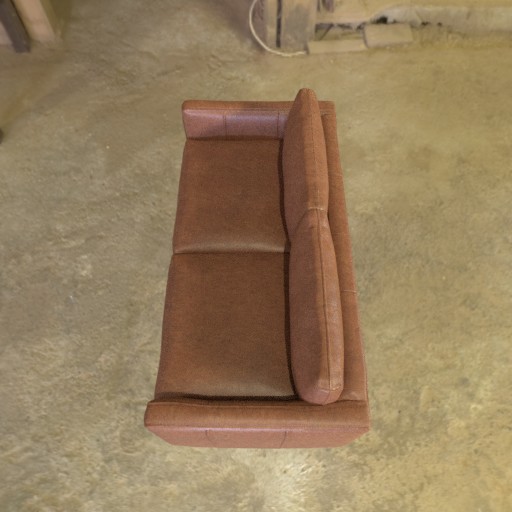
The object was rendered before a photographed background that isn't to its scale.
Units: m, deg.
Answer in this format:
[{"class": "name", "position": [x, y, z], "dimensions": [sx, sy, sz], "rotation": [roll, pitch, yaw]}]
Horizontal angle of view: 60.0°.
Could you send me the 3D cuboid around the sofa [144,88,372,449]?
[{"class": "sofa", "position": [0.000, 0.000, 2.285], "dimensions": [0.899, 0.883, 1.797], "rotation": [0, 61, 0]}]
